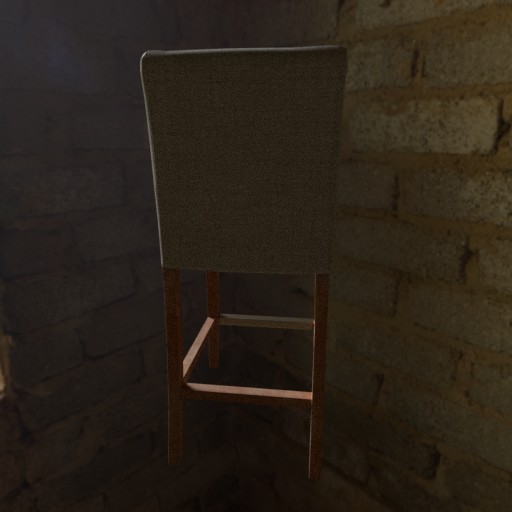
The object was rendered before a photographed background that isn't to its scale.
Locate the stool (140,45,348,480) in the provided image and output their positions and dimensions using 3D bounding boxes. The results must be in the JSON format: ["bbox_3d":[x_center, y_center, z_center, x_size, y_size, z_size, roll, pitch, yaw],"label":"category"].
[{"bbox_3d":[0.000,0.000,1.296,0.454,1.039,0.567,2,16,7],"label":"stool"}]
